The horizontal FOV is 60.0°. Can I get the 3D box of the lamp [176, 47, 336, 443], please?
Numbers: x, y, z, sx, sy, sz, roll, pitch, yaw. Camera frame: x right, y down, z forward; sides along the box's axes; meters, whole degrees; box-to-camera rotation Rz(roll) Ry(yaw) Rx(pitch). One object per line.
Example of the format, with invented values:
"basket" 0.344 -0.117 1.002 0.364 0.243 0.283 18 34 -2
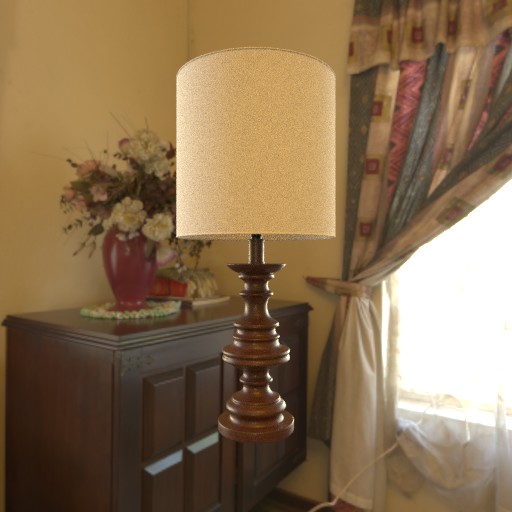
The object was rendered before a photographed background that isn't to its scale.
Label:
"lamp" 0.000 0.000 0.587 0.208 0.455 0.208 0 0 19
